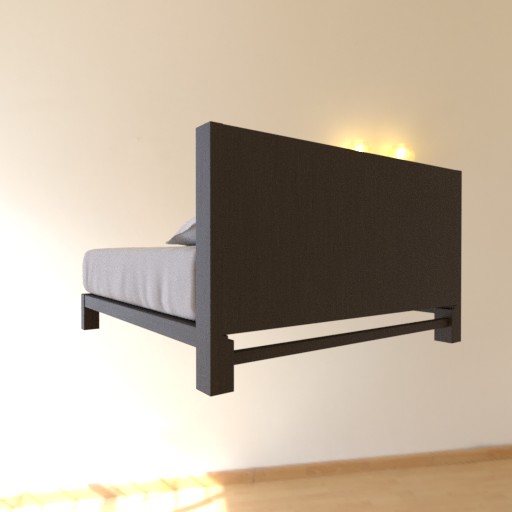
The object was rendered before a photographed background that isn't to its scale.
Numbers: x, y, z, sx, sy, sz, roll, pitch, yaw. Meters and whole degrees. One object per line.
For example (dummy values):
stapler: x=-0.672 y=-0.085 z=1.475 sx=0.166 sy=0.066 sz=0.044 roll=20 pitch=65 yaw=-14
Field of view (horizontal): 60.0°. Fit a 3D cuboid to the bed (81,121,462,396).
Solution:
bed: x=0.000 y=0.000 z=3.556 sx=2.143 sy=1.261 sz=2.238 roll=0 pitch=1 yaw=-36
